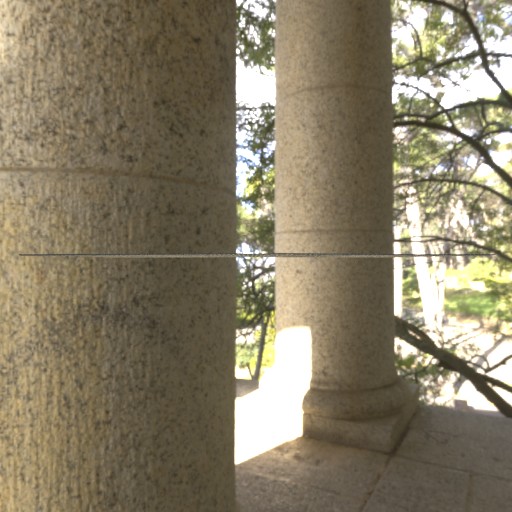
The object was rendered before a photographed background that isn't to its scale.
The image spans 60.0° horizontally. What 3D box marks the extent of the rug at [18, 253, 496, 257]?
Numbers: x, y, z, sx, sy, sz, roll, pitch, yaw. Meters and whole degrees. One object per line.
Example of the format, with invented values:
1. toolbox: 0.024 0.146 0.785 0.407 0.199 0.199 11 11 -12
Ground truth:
1. rug: 0.000 0.000 2.166 1.740 0.010 1.135 0 -1 -1
